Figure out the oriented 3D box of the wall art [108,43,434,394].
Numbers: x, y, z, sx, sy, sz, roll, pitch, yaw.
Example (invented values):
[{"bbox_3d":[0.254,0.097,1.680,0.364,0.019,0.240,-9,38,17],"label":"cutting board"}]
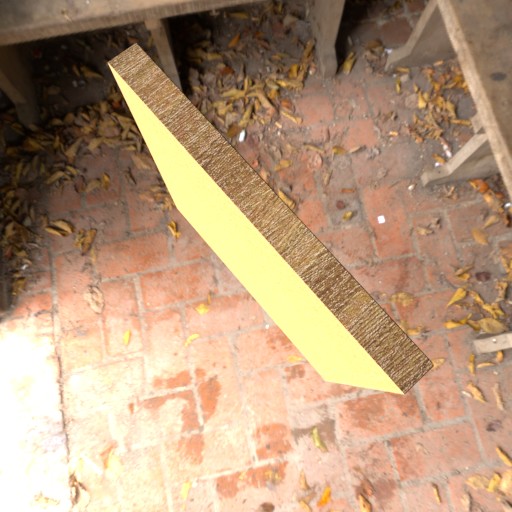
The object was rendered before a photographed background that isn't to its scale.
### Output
[{"bbox_3d":[0.000,0.000,0.590,0.039,0.403,0.406,-40,79,-9],"label":"wall art"}]
